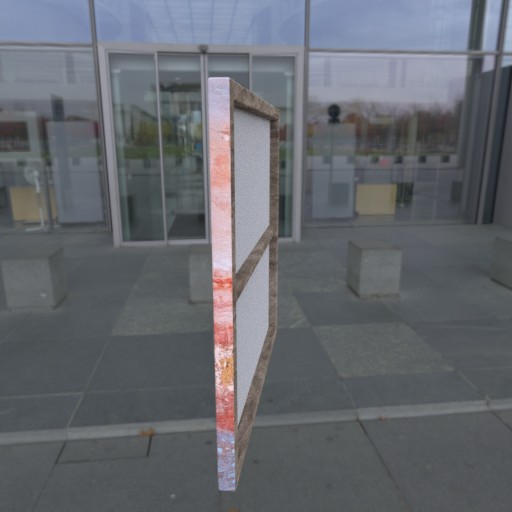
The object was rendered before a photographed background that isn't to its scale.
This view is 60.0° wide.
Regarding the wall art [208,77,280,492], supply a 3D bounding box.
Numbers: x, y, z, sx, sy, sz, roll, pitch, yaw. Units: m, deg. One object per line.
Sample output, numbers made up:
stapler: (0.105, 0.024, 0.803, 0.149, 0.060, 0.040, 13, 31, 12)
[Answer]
wall art: (0.000, 0.000, 1.116, 0.035, 0.747, 0.747, 2, 15, 8)
